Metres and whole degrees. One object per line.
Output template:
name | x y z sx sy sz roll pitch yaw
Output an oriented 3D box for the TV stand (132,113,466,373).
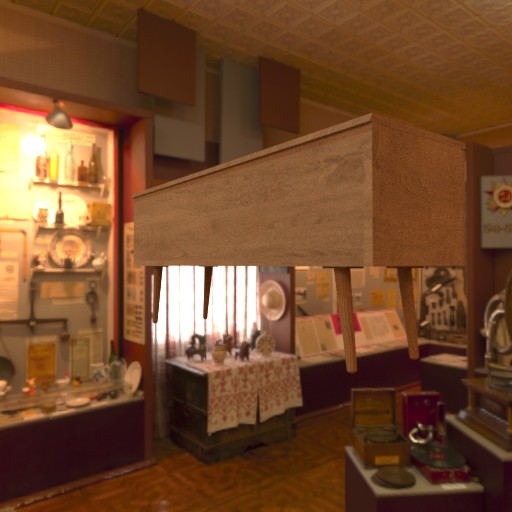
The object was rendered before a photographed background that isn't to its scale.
TV stand | 0.000 0.000 1.551 0.401 0.565 1.313 1 -2 -37
